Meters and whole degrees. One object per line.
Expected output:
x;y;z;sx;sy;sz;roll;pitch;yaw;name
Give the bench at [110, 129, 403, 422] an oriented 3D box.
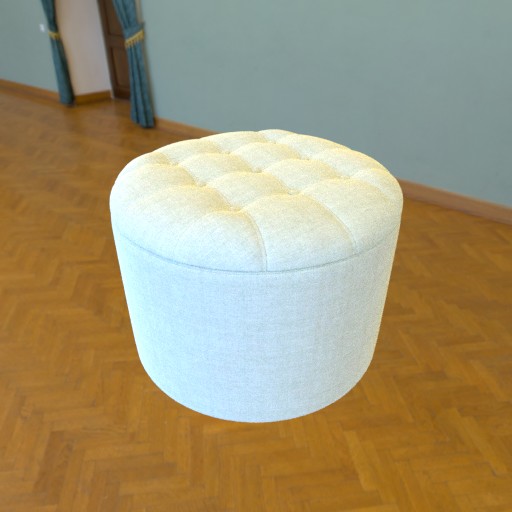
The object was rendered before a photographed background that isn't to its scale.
0.000;0.000;1.027;0.600;0.453;0.600;0;33;0;bench
